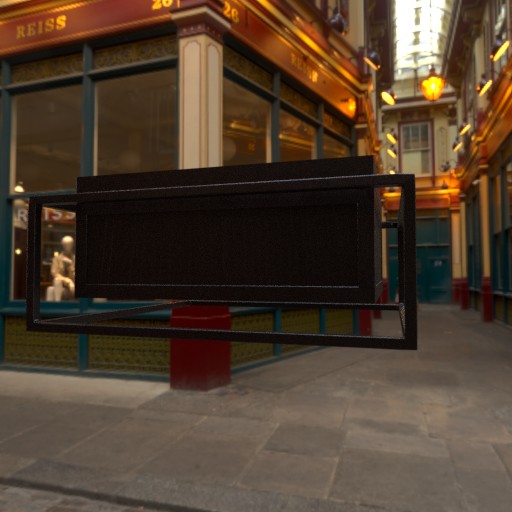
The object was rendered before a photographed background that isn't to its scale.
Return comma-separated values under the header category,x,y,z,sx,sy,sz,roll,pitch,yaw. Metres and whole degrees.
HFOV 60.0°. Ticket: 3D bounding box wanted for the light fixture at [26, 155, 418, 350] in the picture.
category,x,y,z,sx,sy,sz,roll,pitch,yaw
light fixture,0.000,0.000,0.679,0.441,0.191,0.441,-1,-2,17
